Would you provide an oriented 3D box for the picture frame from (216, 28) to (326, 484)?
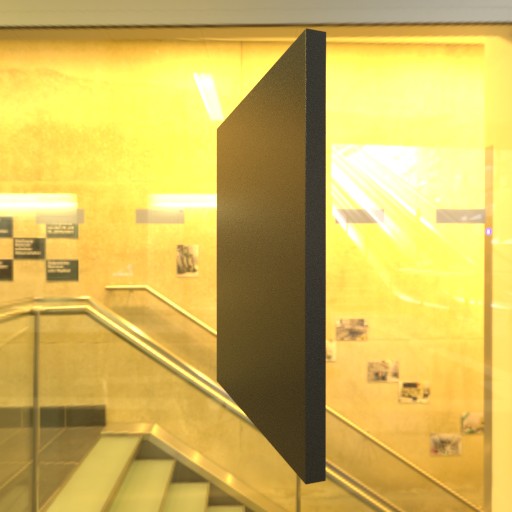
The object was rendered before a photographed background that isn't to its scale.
[{"bbox_3d":[0.000,0.000,0.763,0.028,0.556,0.460,0,0,-19],"label":"picture frame"}]
